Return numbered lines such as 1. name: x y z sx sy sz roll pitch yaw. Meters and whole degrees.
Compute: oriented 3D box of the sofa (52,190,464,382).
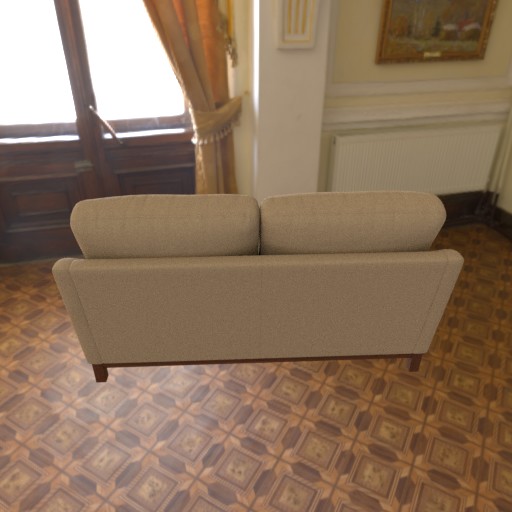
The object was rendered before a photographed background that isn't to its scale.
1. sofa: 0.000 0.000 2.243 1.619 0.910 1.004 -1 30 -2
